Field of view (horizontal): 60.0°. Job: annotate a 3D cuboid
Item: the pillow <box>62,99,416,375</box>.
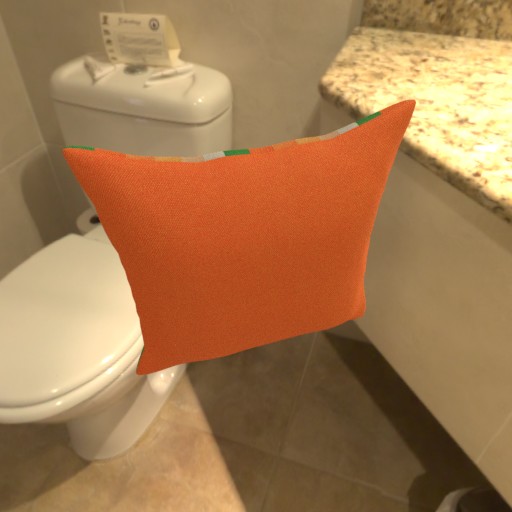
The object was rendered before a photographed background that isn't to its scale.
[{"bbox_3d":[0.000,0.000,0.691,0.453,0.444,0.169,-12,43,-13],"label":"pillow"}]
